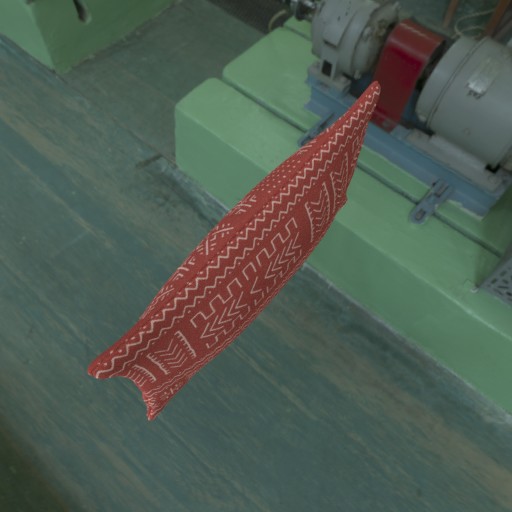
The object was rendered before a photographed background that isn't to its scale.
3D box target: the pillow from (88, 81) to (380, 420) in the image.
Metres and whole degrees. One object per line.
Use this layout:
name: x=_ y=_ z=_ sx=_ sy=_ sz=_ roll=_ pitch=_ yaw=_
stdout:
pillow: x=0.000 y=0.000 z=0.782 sx=0.130 sy=0.352 sz=0.640 roll=36 pitch=68 yaw=17
